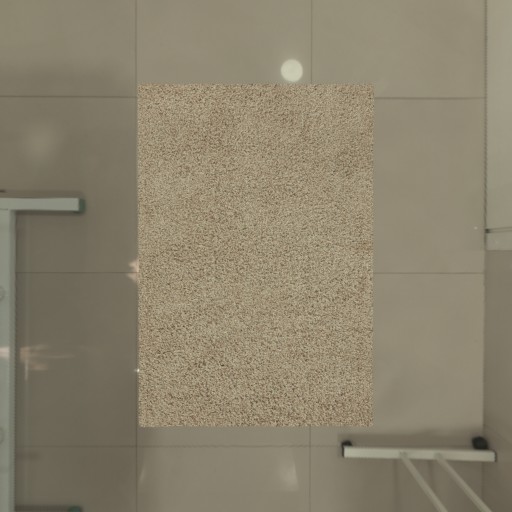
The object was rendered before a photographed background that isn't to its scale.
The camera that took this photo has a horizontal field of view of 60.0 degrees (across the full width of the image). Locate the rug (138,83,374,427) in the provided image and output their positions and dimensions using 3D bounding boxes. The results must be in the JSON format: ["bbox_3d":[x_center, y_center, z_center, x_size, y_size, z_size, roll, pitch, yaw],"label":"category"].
[{"bbox_3d":[0.000,0.000,2.304,1.219,0.030,1.778,0,91,0],"label":"rug"}]
